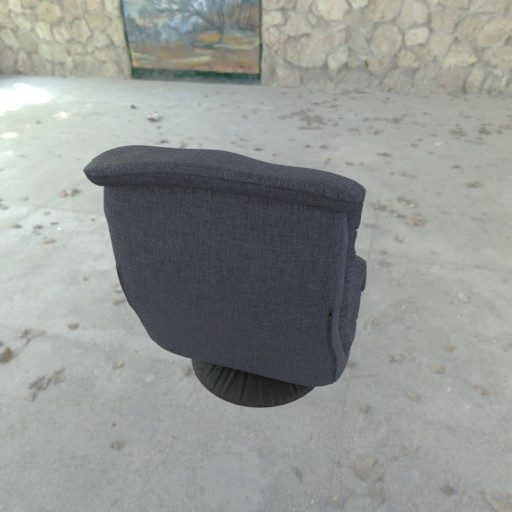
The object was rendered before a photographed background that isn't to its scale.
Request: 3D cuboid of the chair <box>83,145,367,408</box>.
[{"bbox_3d":[0.000,0.000,1.233,0.597,0.749,0.668,9,32,15],"label":"chair"}]
